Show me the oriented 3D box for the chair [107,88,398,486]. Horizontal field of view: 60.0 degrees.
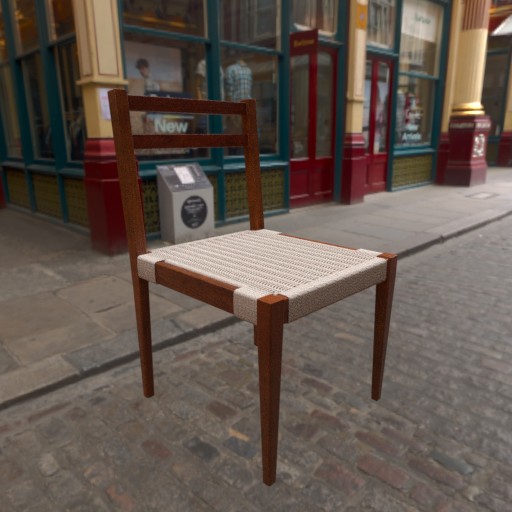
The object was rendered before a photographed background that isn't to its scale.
[{"bbox_3d":[0.000,0.000,1.199,0.569,0.851,0.495,15,21,43],"label":"chair"}]
